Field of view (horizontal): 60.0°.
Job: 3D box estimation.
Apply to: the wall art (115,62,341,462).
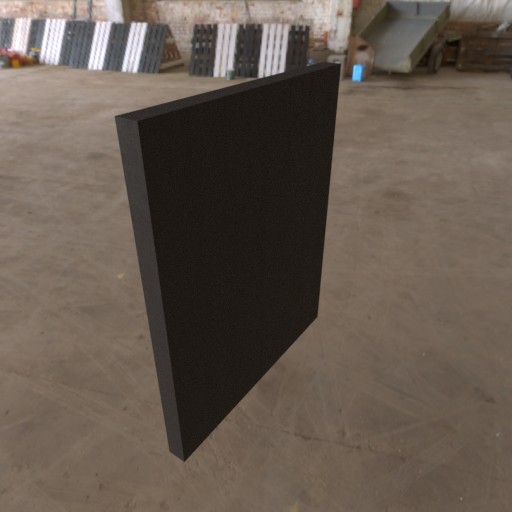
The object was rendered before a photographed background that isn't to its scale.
[{"bbox_3d":[0.000,0.000,0.748,0.034,0.552,0.455,20,37,29],"label":"wall art"}]
